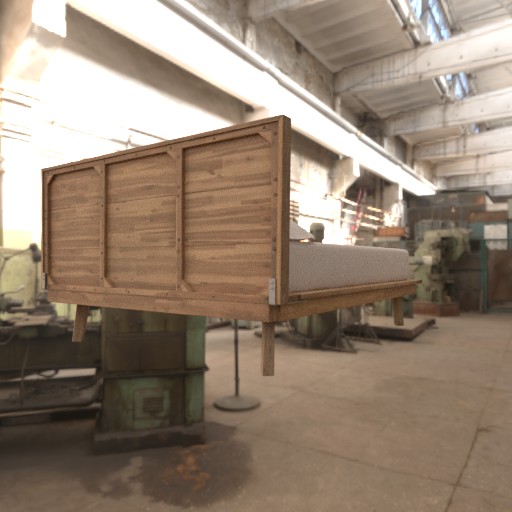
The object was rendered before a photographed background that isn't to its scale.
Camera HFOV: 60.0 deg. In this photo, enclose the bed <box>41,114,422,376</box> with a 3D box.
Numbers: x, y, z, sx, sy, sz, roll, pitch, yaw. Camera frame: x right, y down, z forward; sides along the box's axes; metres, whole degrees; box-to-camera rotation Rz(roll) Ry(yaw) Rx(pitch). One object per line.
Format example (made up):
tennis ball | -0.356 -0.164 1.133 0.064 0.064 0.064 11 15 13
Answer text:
bed | 0.000 0.000 3.099 1.759 1.071 2.145 -1 -1 35
